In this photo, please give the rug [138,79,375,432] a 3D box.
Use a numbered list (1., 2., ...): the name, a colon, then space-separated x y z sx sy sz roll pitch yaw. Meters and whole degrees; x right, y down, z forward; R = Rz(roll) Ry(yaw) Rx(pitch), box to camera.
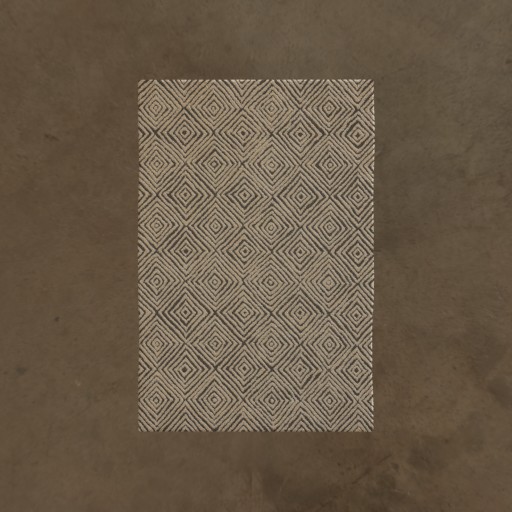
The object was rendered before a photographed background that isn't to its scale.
1. rug: 0.000 0.000 2.206 1.177 0.004 1.750 0 90 0
